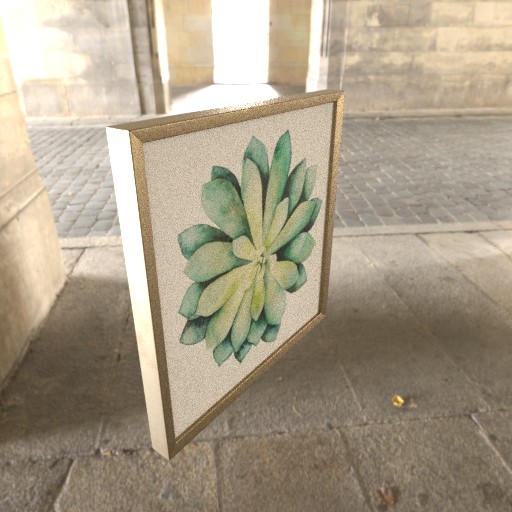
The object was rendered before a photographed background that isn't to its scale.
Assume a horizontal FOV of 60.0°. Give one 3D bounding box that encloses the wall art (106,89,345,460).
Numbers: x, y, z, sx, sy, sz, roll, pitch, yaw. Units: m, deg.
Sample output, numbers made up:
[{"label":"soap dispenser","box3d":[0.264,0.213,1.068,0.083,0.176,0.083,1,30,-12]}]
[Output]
[{"label":"wall art","box3d":[0.000,0.000,0.773,0.040,0.506,0.503,18,32,33]}]
